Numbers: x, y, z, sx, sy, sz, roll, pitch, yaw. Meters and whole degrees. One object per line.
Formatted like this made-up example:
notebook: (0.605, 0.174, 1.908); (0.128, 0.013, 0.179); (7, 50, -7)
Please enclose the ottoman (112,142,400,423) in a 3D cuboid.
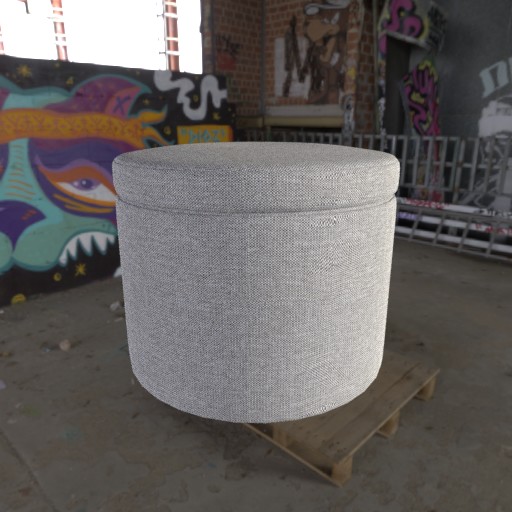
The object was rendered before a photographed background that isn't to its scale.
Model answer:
ottoman: (0.000, 0.000, 0.856); (0.500, 0.419, 0.500); (0, 17, 0)
